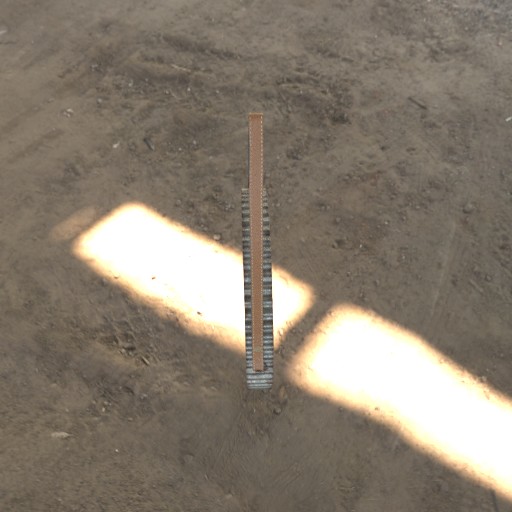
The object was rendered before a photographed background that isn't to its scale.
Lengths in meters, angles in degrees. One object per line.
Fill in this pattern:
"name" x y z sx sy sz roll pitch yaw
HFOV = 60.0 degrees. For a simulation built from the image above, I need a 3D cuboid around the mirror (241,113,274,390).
"mirror" 0.000 0.000 0.714 0.042 0.568 0.355 -2 58 -1
